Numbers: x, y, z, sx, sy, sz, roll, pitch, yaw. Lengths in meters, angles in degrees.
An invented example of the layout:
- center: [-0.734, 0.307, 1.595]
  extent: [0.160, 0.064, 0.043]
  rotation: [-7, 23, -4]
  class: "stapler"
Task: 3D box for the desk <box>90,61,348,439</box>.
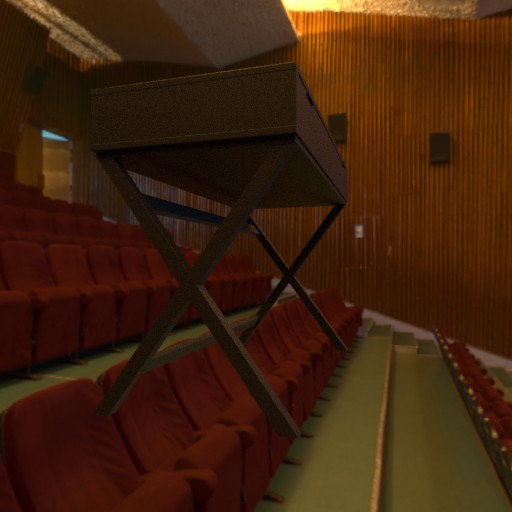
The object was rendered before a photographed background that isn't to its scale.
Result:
- center: [0.000, 0.000, 1.488]
  extent: [0.504, 0.780, 1.057]
  rotation: [0, -1, 17]
  class: "desk"
